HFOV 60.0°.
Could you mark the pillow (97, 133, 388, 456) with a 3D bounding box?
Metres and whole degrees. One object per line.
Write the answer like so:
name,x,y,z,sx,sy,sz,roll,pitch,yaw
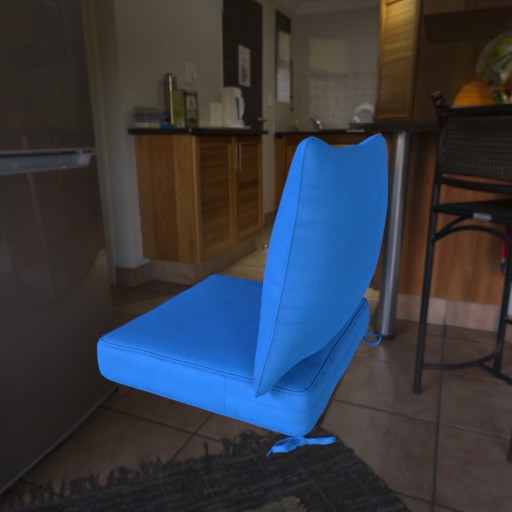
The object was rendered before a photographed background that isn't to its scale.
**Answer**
pillow,0.000,0.000,1.360,0.733,0.725,0.798,8,18,24
